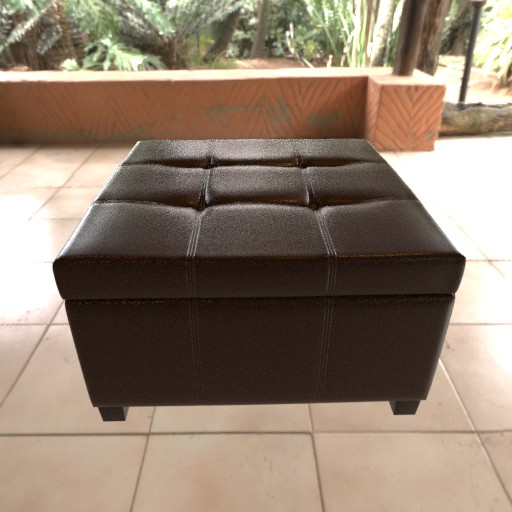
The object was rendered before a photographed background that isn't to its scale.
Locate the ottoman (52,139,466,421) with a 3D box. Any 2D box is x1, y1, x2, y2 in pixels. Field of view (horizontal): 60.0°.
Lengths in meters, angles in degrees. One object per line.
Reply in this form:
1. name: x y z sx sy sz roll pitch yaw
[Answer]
1. ottoman: 0.000 0.000 1.257 0.788 0.460 0.787 -1 31 -1
